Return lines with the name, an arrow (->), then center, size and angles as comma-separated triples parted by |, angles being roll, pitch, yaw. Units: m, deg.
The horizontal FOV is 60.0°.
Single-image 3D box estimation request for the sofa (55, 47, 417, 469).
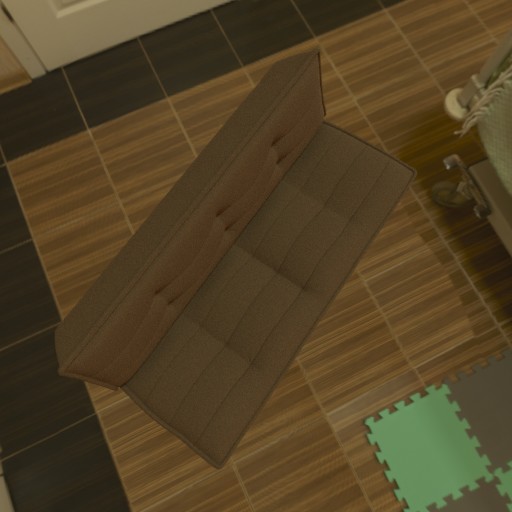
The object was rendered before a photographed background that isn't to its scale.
sofa -> 0.000, 0.000, 2.373 | 0.950, 0.890, 1.940 | 34, 77, 9
